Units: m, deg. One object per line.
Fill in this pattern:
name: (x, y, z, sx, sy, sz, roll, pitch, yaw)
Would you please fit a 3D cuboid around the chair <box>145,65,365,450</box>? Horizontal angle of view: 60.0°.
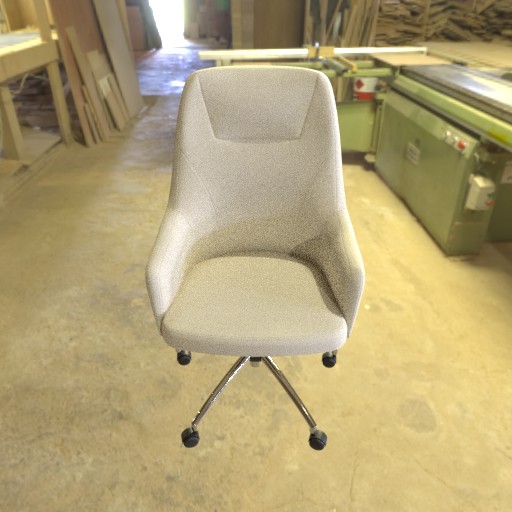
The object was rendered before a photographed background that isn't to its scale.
chair: (0.000, 0.000, 1.403, 0.620, 1.049, 0.640, 1, 31, 1)
